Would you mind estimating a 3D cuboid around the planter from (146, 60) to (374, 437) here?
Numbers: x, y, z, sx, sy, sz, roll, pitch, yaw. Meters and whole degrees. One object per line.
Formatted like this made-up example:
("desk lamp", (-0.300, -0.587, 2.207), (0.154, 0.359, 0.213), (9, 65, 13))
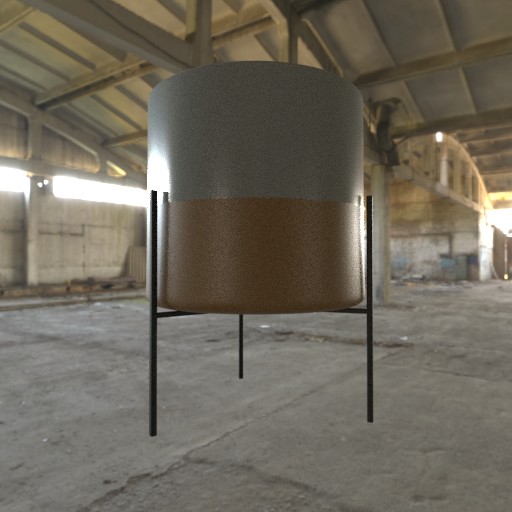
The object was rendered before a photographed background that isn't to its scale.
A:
("planter", (0.000, 0.000, 0.630), (0.310, 0.432, 0.310), (0, -1, 36))
